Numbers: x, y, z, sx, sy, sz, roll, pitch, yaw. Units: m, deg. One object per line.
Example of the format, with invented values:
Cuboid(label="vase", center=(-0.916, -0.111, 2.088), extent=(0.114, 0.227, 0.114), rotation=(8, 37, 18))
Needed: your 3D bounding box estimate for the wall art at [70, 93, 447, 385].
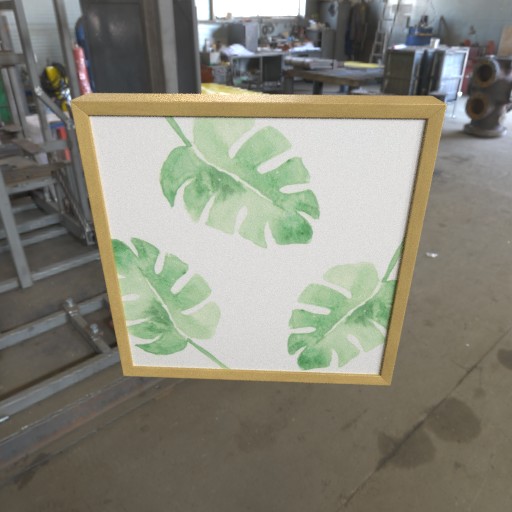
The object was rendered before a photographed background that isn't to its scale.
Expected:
Cuboid(label="wall art", center=(0.000, 0.000, 0.448), extent=(0.305, 0.305, 0.038), rotation=(1, 29, 2))
